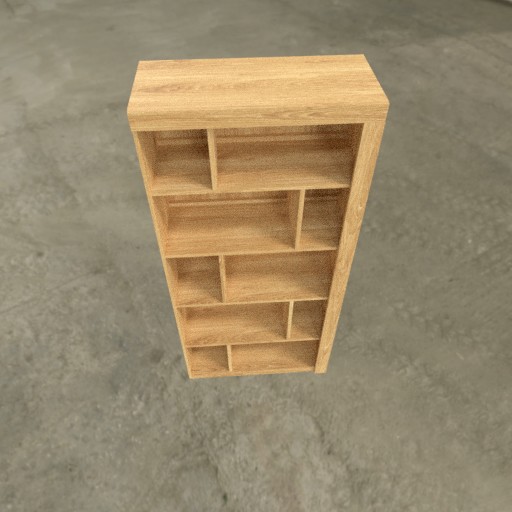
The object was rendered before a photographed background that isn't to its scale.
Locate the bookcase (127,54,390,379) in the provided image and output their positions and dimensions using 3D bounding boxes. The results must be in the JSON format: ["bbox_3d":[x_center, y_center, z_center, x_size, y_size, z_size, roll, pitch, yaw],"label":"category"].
[{"bbox_3d":[0.000,0.000,2.474,0.950,2.020,0.420,-3,47,-3],"label":"bookcase"}]
